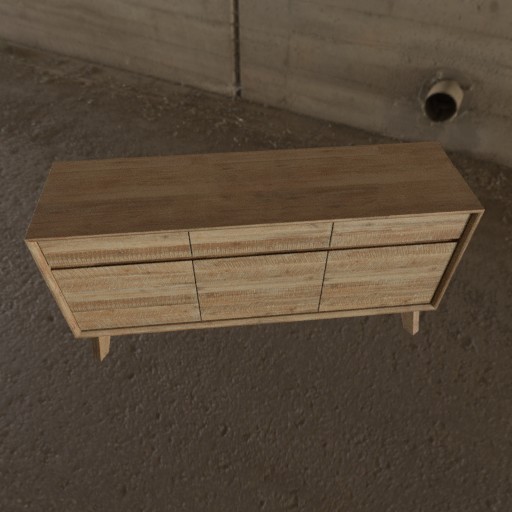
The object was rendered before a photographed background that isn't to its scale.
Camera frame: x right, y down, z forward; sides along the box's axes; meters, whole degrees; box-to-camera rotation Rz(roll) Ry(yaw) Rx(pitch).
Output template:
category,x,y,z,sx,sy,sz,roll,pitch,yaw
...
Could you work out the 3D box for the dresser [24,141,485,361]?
category,x,y,z,sx,sy,sz,roll,pitch,yaw
dresser,0.000,0.000,1.972,1.602,0.788,0.455,-4,46,-4
